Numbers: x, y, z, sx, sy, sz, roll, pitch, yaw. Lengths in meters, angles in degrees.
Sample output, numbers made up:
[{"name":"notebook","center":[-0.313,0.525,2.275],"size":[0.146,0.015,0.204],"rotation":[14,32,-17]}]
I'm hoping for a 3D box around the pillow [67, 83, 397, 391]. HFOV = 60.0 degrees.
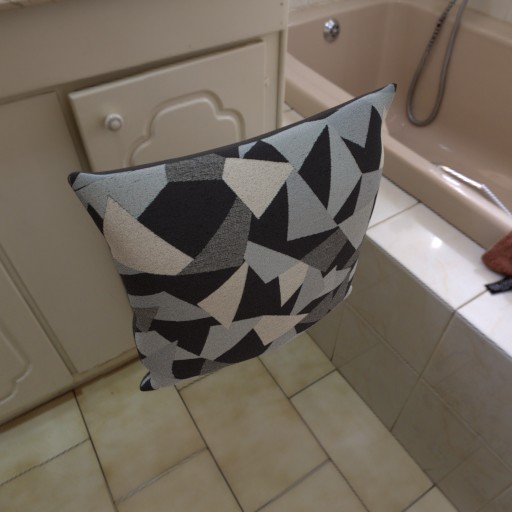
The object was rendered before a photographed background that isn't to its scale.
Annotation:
[{"name":"pillow","center":[0.000,0.000,0.750],"size":[0.503,0.496,0.208],"rotation":[-23,50,-20]}]
